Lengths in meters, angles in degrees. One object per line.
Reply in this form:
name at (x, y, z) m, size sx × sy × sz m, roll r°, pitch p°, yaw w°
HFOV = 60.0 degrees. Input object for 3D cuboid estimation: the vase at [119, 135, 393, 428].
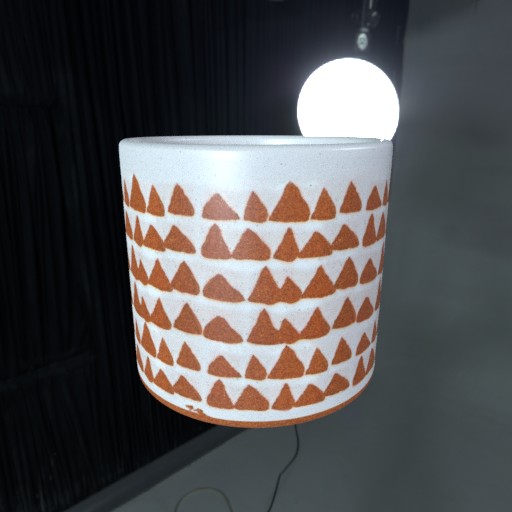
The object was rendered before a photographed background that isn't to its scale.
vase at (0.000, 0.000, 0.247) m, size 0.137 × 0.127 × 0.137 m, roll 0°, pitch 16°, yaw 0°
